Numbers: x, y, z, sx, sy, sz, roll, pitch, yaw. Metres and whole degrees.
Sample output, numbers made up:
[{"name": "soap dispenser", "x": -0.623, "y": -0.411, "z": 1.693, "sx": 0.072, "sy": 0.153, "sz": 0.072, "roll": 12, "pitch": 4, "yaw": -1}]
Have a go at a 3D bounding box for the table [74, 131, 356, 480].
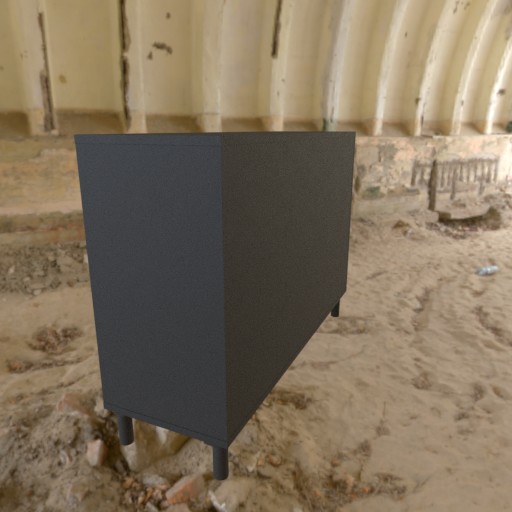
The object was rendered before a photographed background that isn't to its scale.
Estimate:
[{"name": "table", "x": 0.000, "y": 0.000, "z": 1.593, "sx": 0.400, "sy": 0.855, "sz": 1.200, "roll": 7, "pitch": 18, "yaw": 24}]
